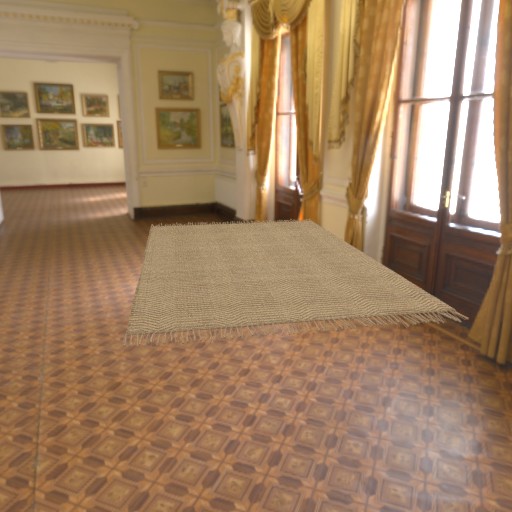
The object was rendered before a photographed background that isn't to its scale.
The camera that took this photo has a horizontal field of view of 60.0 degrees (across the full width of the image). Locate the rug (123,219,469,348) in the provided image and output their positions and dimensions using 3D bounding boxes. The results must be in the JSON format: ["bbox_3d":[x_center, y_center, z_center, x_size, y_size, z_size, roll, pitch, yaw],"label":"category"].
[{"bbox_3d":[0.000,0.000,3.065,1.528,0.034,2.523,-3,16,-10],"label":"rug"}]
